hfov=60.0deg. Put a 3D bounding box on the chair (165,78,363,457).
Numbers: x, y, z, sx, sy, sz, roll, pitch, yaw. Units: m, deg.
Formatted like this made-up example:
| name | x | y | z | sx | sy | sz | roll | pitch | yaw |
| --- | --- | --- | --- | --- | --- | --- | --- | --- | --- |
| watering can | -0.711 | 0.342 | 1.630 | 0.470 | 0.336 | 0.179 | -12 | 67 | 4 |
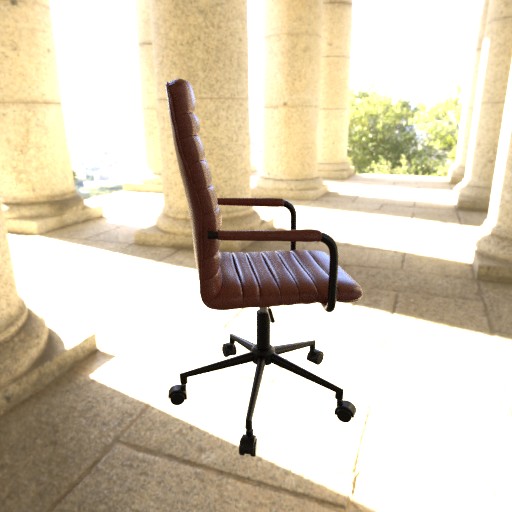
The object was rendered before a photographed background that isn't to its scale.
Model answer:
| name | x | y | z | sx | sy | sz | roll | pitch | yaw |
| --- | --- | --- | --- | --- | --- | --- | --- | --- | --- |
| chair | 0.000 | 0.000 | 1.351 | 0.580 | 0.979 | 0.608 | -2 | 17 | -8 |
